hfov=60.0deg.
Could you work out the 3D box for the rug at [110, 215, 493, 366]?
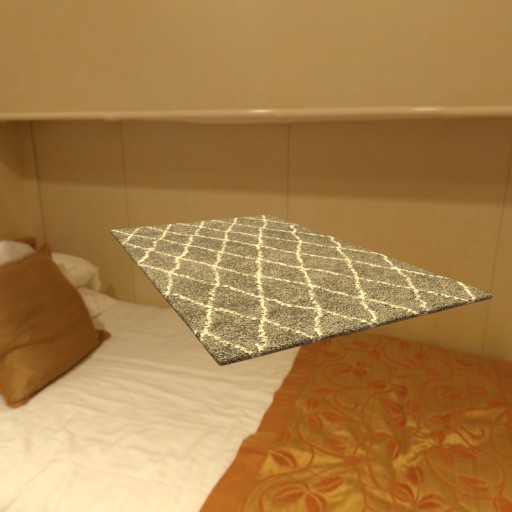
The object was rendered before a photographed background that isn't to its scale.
[{"bbox_3d":[0.000,0.000,2.999,1.524,0.030,2.438,-8,18,-25],"label":"rug"}]
